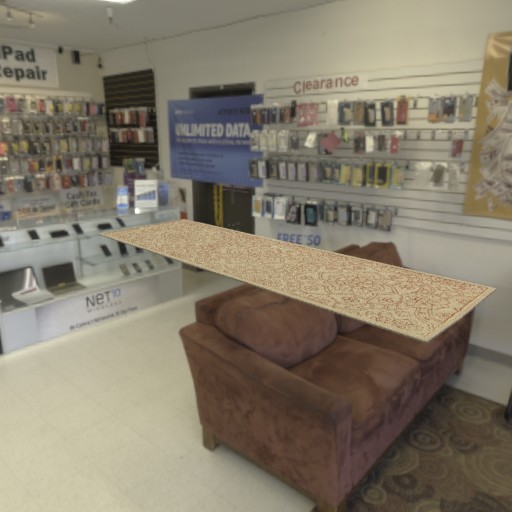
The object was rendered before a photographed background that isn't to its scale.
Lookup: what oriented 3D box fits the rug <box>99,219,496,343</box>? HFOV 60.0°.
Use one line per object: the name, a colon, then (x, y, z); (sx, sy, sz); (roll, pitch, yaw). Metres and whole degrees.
rug: (0.000, 0.000, 2.650); (2.448, 0.012, 0.769); (15, 22, 42)
